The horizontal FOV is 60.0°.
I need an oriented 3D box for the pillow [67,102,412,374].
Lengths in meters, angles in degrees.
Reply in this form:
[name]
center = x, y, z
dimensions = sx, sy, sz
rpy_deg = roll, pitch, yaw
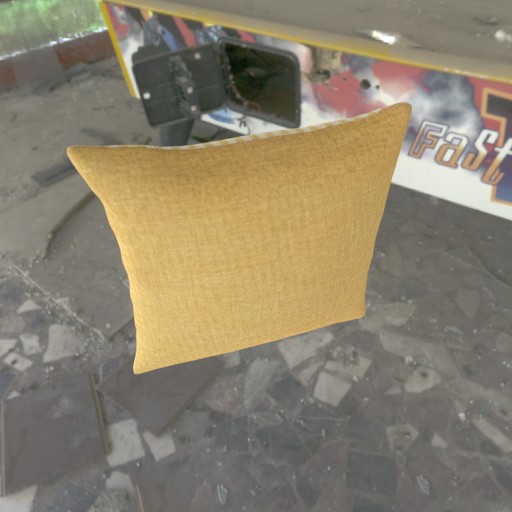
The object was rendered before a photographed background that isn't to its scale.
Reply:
[pillow]
center = 0.000, 0.000, 0.641
dimensions = 0.419, 0.407, 0.173
rpy_deg = -12, 43, -13
